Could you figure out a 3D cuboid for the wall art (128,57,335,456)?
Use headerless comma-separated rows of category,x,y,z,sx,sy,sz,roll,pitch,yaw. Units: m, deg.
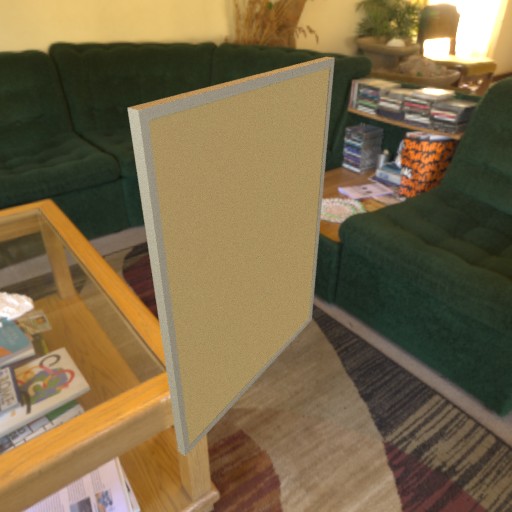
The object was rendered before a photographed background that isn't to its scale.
wall art,0.000,0.000,1.368,0.034,1.042,0.789,20,37,29
